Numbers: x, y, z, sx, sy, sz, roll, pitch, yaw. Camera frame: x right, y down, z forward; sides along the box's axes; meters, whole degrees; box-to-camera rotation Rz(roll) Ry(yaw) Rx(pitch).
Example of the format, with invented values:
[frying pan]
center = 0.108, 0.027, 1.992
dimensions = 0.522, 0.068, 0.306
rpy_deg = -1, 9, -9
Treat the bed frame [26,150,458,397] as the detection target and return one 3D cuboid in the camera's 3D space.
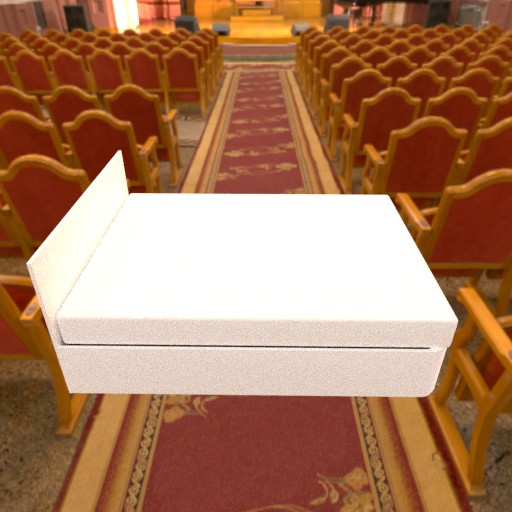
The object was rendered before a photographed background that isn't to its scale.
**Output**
[bed frame]
center = 0.000, 0.000, 2.645
dimensions = 1.900, 0.800, 1.400
rpy_deg = 0, 33, 1
